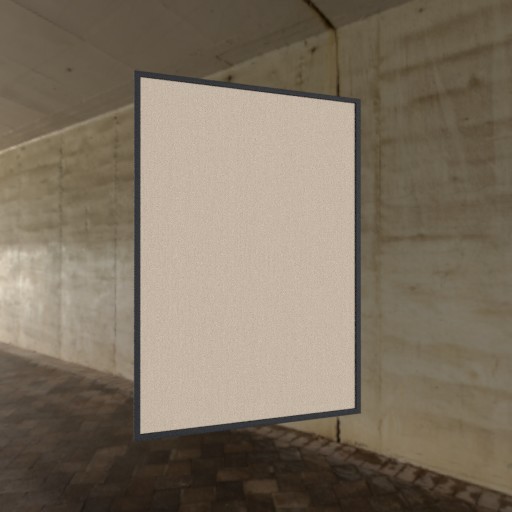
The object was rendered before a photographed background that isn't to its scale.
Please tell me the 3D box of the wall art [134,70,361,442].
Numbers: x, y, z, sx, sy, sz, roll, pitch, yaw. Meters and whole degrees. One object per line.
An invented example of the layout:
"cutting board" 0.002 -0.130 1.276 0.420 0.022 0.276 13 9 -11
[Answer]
"wall art" 0.000 0.000 0.861 0.457 0.657 0.013 0 0 -18
